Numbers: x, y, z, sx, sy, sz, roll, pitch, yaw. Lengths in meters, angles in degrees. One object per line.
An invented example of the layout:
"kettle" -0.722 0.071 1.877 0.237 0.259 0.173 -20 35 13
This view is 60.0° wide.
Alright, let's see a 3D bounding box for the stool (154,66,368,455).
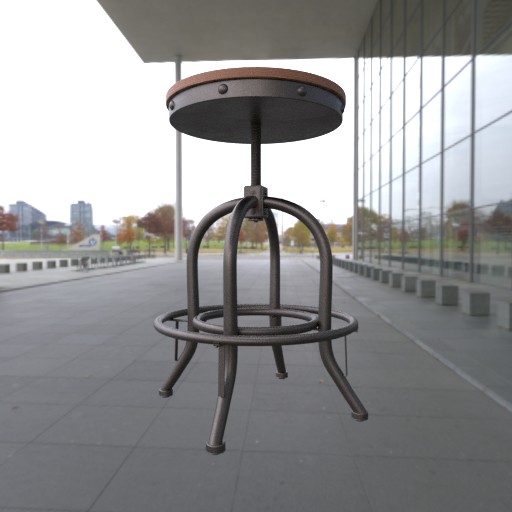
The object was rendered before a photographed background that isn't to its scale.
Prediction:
"stool" 0.000 0.000 0.882 0.439 0.609 0.439 0 2 18
